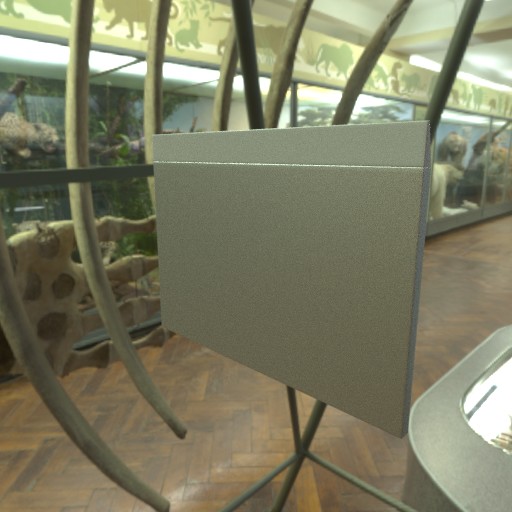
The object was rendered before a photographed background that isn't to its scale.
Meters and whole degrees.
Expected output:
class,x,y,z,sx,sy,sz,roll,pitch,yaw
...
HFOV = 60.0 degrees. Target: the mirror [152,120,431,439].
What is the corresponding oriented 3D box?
class,x,y,z,sx,sy,sz,roll,pitch,yaw
mirror,0.000,0.000,1.150,0.870,0.630,0.030,12,18,43
